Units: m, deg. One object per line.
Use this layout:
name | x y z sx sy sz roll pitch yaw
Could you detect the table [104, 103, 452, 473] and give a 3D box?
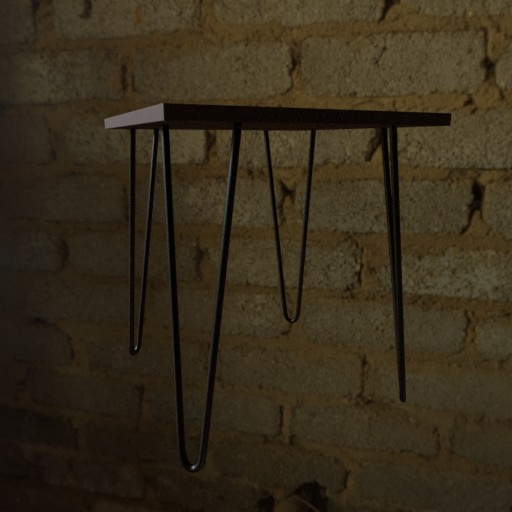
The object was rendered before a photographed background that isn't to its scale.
table | 0.000 0.000 0.930 0.495 0.559 0.495 -7 16 -25
